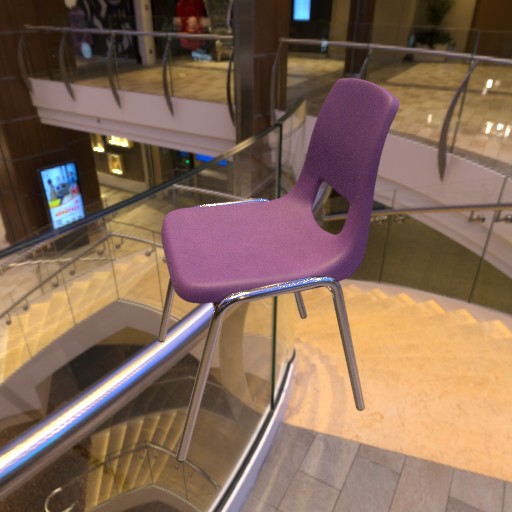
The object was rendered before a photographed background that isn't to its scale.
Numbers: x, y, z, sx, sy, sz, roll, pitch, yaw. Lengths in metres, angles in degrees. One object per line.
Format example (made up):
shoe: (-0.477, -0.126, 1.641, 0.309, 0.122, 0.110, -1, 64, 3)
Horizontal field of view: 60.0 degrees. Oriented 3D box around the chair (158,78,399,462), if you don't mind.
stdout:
chair: (0.000, 0.000, 0.905, 0.432, 0.654, 0.381, -8, 31, -14)
